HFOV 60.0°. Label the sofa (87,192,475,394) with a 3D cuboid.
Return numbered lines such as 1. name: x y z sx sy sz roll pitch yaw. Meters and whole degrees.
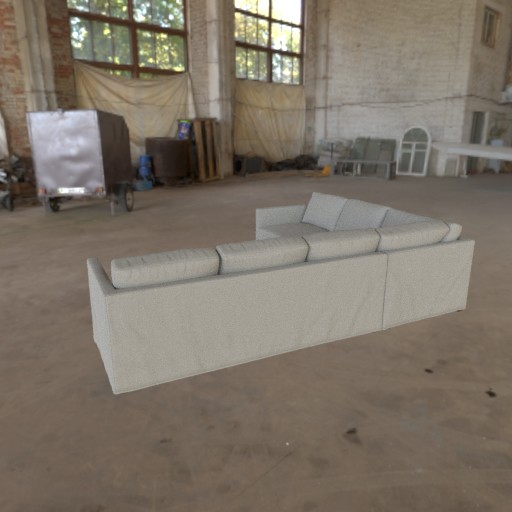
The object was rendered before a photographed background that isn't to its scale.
1. sofa: 0.000 0.000 4.365 3.182 0.871 2.432 -7 17 -25
